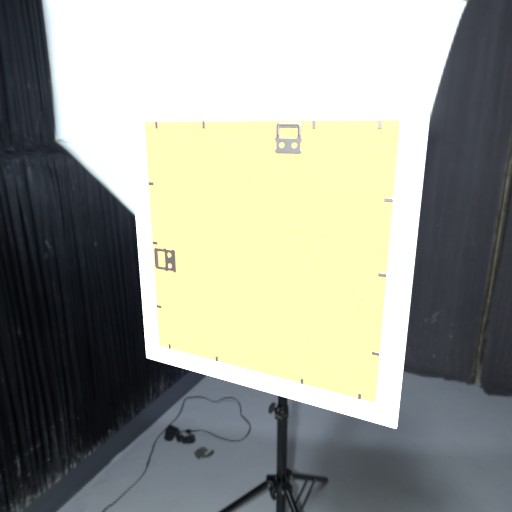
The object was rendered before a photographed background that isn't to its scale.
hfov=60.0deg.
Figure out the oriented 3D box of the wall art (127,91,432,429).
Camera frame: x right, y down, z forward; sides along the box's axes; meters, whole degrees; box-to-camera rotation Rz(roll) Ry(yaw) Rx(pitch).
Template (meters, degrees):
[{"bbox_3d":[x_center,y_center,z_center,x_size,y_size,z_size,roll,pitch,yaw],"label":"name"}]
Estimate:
[{"bbox_3d":[0.000,0.000,0.864,0.584,0.584,0.013,8,18,26],"label":"wall art"}]
